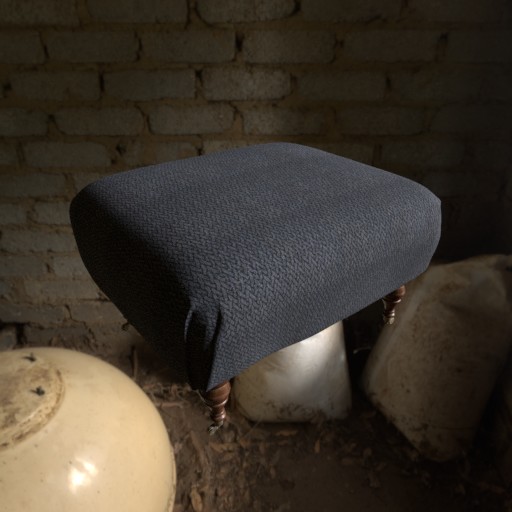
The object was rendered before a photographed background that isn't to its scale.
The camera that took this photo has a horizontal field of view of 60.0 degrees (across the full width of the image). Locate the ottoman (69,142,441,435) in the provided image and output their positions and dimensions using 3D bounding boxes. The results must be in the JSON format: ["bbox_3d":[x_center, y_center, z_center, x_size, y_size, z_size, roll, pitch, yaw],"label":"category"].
[{"bbox_3d":[0.000,0.000,1.135,0.747,0.450,0.622,-21,36,-32],"label":"ottoman"}]
